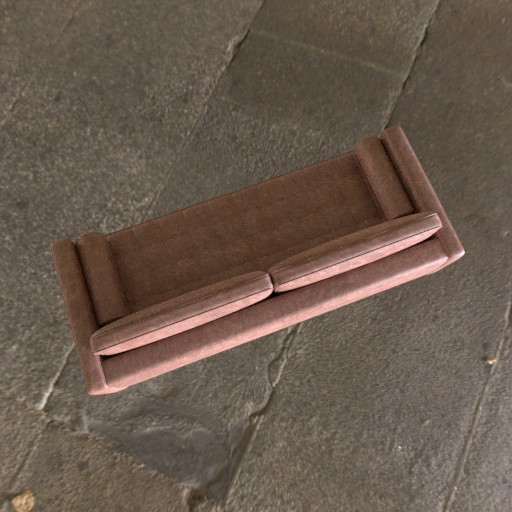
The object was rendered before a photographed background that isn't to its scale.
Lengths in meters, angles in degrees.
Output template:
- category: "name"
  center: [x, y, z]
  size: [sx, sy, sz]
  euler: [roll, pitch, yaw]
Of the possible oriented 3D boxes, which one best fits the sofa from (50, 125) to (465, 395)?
- category: "sofa"
  center: [0.000, 0.000, 2.692]
  size: [2.210, 0.762, 0.914]
  euler: [-20, 76, -5]
